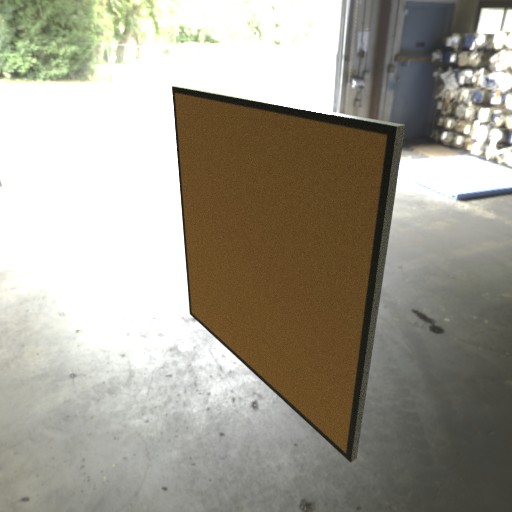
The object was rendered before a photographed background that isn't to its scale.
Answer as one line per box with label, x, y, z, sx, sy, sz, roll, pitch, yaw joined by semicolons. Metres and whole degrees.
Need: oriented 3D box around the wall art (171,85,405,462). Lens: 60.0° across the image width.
wall art;0.000;0.000;1.200;0.022;0.803;0.805;-18;32;-32
